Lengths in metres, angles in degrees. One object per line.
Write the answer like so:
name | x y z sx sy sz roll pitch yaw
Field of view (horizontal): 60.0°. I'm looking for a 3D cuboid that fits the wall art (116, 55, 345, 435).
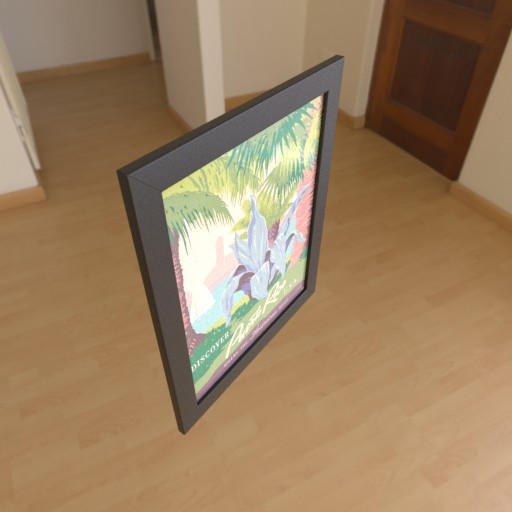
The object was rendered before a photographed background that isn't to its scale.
wall art | 0.000 0.000 0.812 0.018 0.582 0.481 27 48 27
